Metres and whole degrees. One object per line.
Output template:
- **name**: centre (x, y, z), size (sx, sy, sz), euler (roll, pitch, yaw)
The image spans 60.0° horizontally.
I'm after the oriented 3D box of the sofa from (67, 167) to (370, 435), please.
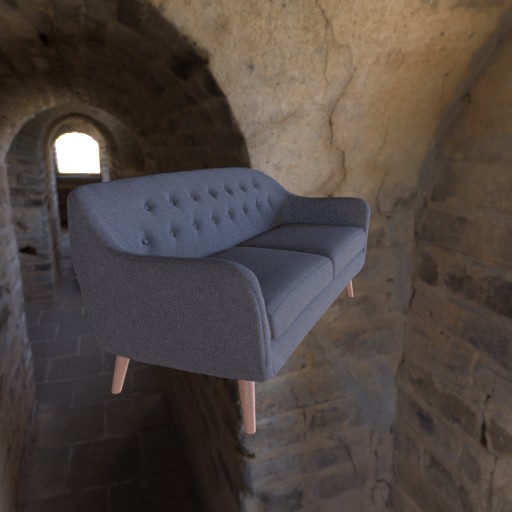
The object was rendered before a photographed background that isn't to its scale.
- **sofa**: centre (0.000, 0.000, 2.215), size (0.820, 0.820, 1.840), euler (6, 16, 24)
